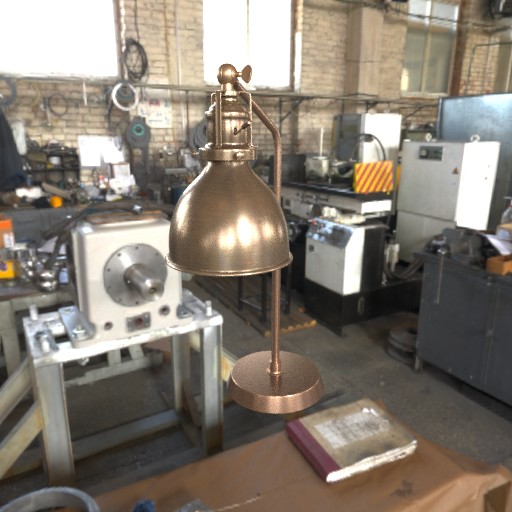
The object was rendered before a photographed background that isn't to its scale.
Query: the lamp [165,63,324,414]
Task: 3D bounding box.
[{"bbox_3d":[0.000,0.000,0.587,0.153,0.456,0.286,8,17,26],"label":"lamp"}]
